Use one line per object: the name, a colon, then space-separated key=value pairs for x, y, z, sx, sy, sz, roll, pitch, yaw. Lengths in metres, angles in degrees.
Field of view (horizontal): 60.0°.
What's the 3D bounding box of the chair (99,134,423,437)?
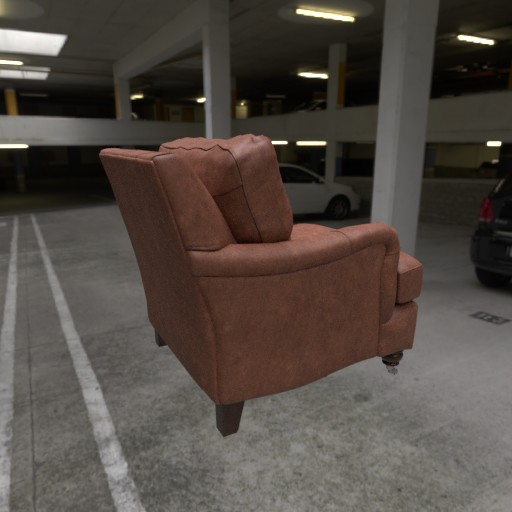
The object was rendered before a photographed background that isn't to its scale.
chair: x=0.000 y=0.000 z=2.002 sx=1.158 sy=1.055 sz=0.986 roll=-8 pitch=16 yaw=-27
